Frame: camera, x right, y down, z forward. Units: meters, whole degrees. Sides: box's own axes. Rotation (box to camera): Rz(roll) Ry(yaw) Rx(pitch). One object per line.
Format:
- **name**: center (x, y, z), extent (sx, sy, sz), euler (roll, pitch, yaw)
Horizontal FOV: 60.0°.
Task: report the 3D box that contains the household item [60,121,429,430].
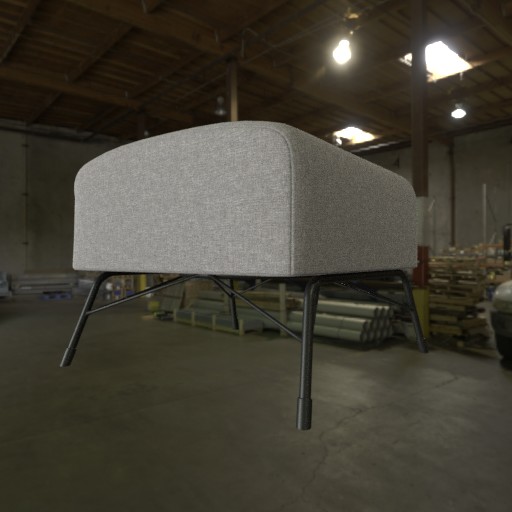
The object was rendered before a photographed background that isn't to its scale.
- **household item**: center (0.000, 0.000, 0.886), extent (0.530, 0.410, 0.530), euler (0, 0, 36)
